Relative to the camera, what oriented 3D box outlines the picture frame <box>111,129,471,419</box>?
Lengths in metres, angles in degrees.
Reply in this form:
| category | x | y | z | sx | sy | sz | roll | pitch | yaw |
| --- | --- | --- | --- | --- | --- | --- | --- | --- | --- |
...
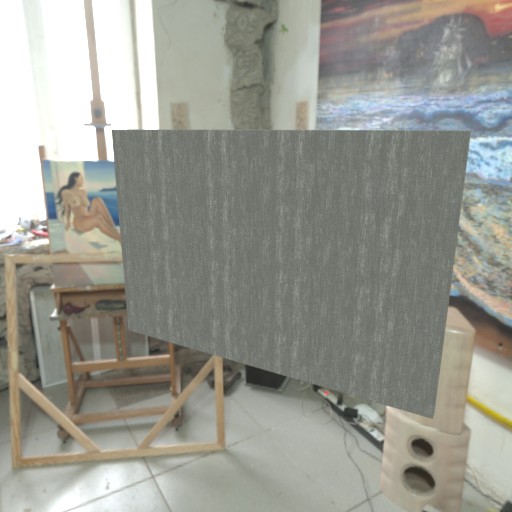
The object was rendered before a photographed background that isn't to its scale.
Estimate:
| category | x | y | z | sx | sy | sz | roll | pitch | yaw |
| --- | --- | --- | --- | --- | --- | --- | --- | --- | --- |
| picture frame | 0.000 | 0.000 | 1.169 | 0.950 | 0.640 | 0.029 | 9 | 18 | 28 |
